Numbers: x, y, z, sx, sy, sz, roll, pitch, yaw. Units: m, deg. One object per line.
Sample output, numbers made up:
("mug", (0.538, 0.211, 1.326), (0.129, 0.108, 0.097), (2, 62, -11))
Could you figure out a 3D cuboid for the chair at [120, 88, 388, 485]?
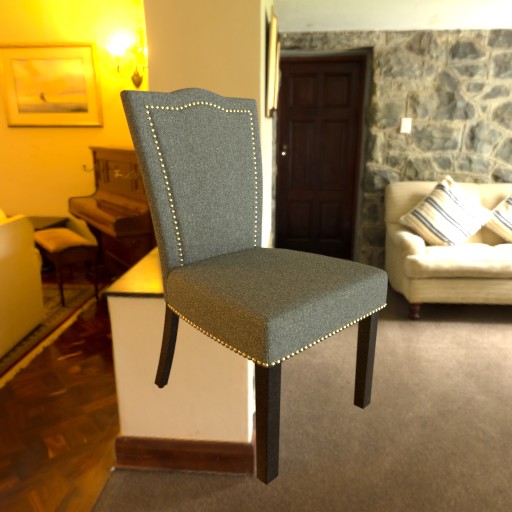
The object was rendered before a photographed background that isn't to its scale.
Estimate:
("chair", (0.000, 0.000, 1.282), (0.589, 0.946, 0.518), (15, 21, 43))
